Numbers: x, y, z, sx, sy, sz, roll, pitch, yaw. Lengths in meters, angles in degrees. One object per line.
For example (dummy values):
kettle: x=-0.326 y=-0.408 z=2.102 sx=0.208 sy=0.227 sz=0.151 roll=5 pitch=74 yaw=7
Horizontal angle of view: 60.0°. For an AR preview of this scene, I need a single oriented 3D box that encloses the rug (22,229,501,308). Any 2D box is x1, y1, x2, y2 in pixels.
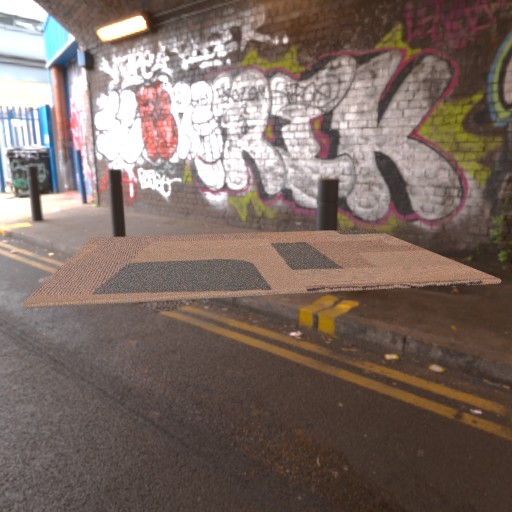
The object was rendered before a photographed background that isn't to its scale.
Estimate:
rug: x=0.000 y=0.000 z=2.270 sx=1.847 sy=0.020 sz=1.238 roll=-2 pitch=13 yaw=-9
